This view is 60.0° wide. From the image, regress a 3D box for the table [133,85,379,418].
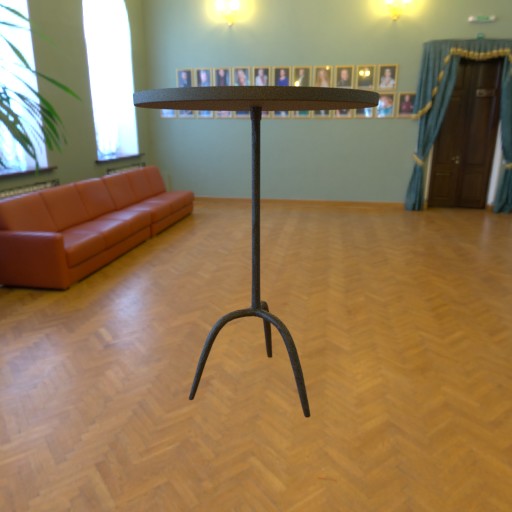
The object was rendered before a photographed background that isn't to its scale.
[{"bbox_3d":[0.000,0.000,1.031,0.502,0.700,0.502,2,16,8],"label":"table"}]
